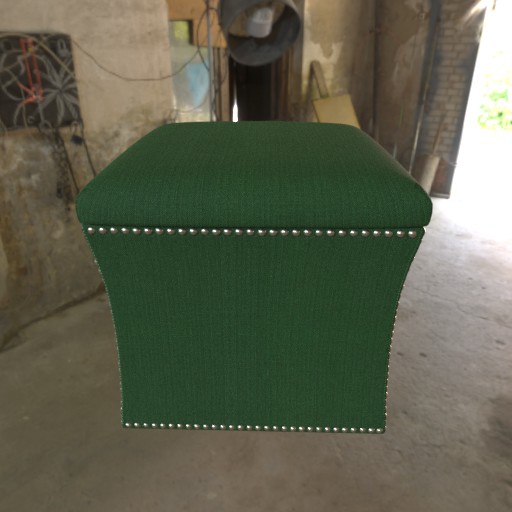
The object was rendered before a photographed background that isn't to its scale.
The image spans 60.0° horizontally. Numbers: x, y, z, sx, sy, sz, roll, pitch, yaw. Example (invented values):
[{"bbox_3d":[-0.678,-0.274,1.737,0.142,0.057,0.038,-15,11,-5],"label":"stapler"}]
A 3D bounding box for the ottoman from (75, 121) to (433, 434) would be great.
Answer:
[{"bbox_3d":[0.000,0.000,0.886,0.497,0.475,0.507,1,26,1],"label":"ottoman"}]
